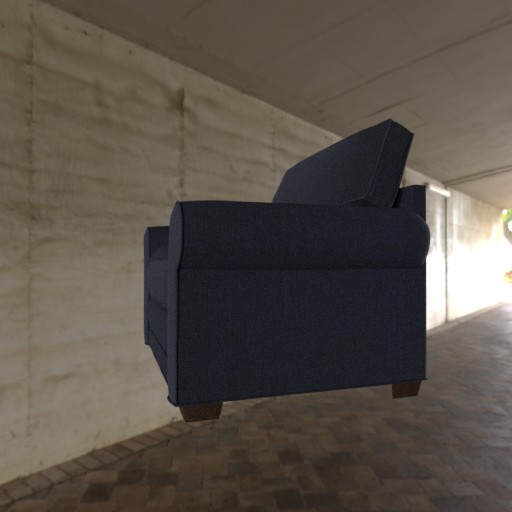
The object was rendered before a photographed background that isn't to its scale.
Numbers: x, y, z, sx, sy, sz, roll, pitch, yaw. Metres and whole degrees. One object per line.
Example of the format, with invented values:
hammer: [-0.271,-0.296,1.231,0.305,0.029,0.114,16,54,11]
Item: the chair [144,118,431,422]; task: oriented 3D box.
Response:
chair: [0.000,0.000,2.010,0.963,1.044,1.285,0,-1,-18]
